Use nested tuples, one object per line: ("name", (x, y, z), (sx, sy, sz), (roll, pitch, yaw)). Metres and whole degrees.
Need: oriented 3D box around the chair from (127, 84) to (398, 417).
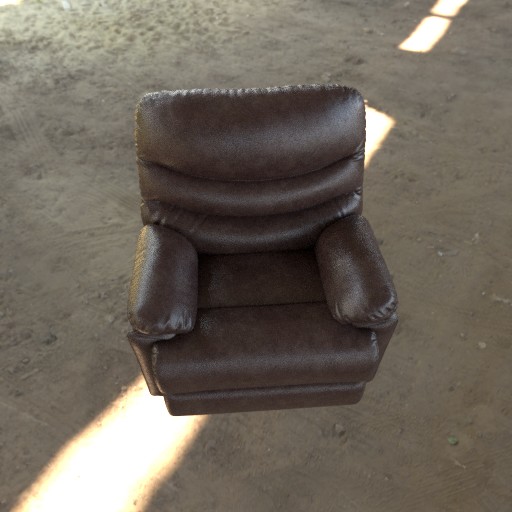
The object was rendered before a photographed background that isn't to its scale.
("chair", (0.000, 0.000, 1.685), (0.940, 1.041, 0.879), (-3, 47, -3))
